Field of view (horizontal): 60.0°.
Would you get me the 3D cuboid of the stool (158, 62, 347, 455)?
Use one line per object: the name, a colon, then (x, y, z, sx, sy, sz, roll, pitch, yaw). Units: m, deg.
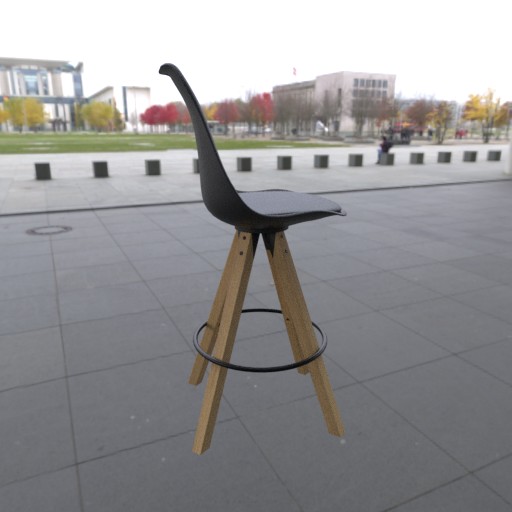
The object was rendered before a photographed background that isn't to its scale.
stool: (0.000, 0.000, 1.426, 0.550, 1.115, 0.485, -3, 16, -10)
